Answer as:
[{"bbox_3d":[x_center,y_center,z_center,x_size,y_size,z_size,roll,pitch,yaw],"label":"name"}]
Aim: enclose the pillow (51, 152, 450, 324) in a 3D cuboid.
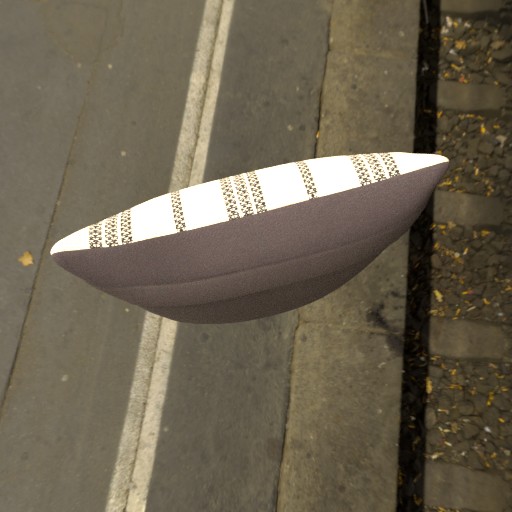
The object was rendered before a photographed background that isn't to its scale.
[{"bbox_3d":[0.000,0.000,0.624,0.405,0.406,0.173,-14,76,-3],"label":"pillow"}]
